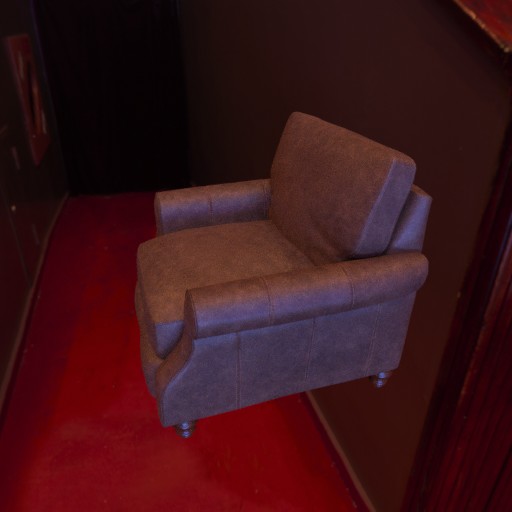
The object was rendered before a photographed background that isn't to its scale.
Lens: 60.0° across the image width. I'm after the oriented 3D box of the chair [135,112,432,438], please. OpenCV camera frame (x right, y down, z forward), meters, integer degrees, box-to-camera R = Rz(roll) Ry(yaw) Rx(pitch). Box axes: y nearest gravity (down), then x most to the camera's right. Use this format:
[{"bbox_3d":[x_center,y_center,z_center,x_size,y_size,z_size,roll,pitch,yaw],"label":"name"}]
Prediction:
[{"bbox_3d":[0.000,0.000,1.786,1.002,0.976,0.996,-9,31,-15],"label":"chair"}]
